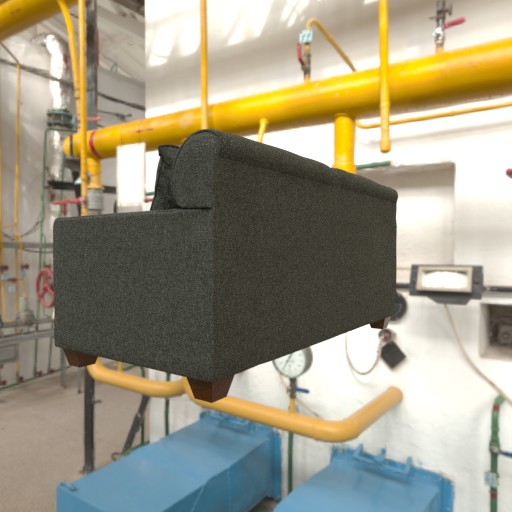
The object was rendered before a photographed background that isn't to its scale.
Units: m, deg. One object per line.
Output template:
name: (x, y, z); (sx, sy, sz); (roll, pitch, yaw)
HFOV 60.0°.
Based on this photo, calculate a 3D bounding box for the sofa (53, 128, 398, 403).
sofa: (0.000, 0.000, 2.441); (0.998, 0.958, 1.846); (1, 1, 35)
